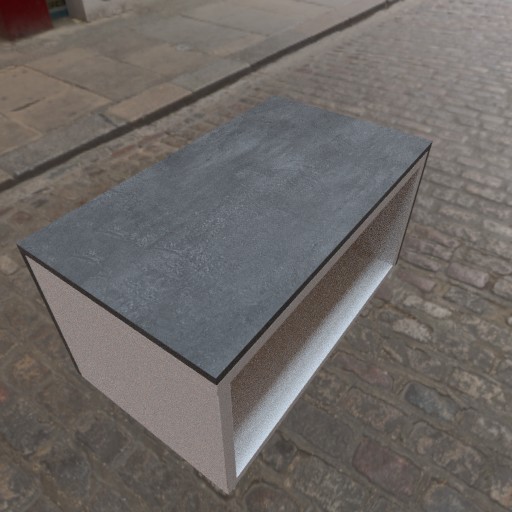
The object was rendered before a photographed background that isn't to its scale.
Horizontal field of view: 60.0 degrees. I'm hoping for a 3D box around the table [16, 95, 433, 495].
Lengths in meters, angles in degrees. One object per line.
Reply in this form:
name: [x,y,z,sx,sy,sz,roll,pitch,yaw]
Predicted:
table: [0.000,0.000,0.918,0.400,0.350,0.700,26,48,26]
